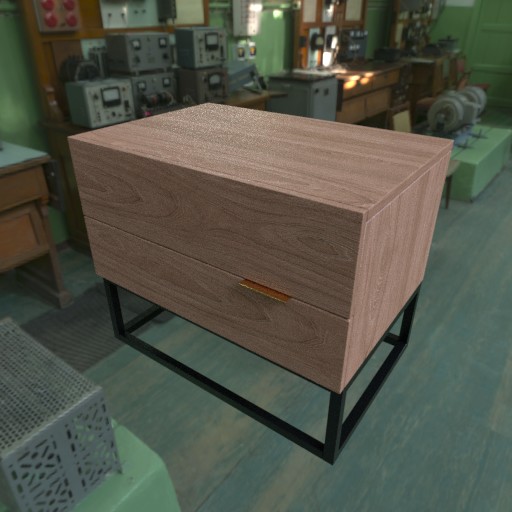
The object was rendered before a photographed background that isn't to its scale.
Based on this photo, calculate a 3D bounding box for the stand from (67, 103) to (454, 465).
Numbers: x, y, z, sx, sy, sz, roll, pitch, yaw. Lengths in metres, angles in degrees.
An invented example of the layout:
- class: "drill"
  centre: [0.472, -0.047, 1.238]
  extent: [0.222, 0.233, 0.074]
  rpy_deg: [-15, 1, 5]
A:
- class: "stand"
  centre: [0.000, 0.000, 0.948]
  extent: [0.600, 0.500, 0.420]
  rpy_deg: [20, 35, 30]
